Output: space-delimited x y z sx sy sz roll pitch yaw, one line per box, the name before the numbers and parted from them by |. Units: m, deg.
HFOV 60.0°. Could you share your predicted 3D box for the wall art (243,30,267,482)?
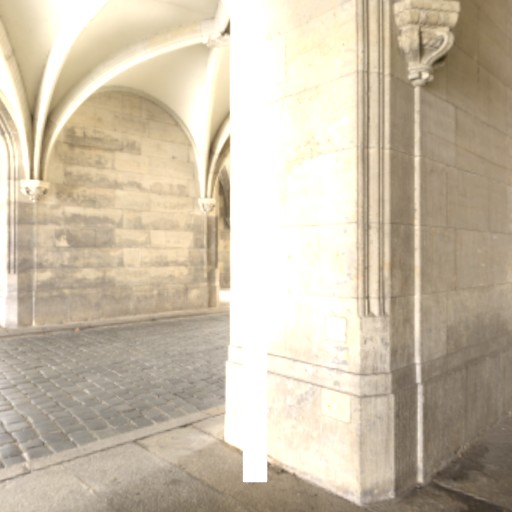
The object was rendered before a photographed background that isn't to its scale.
wall art | 0.000 0.000 1.126 0.040 0.762 0.762 0 0 0
